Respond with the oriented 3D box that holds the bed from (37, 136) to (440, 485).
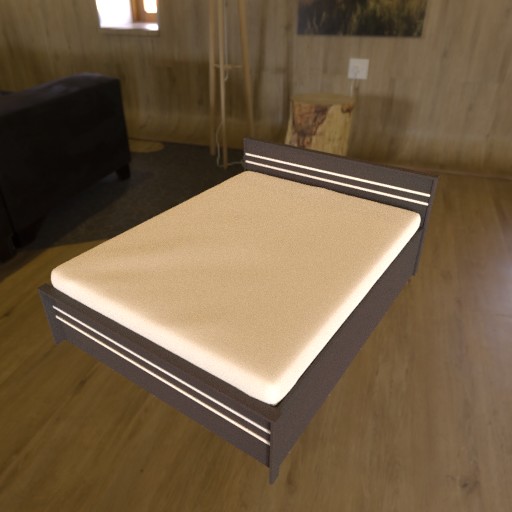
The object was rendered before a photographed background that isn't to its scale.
[{"bbox_3d":[0.000,0.000,2.925,1.634,0.808,2.103,20,37,29],"label":"bed"}]
